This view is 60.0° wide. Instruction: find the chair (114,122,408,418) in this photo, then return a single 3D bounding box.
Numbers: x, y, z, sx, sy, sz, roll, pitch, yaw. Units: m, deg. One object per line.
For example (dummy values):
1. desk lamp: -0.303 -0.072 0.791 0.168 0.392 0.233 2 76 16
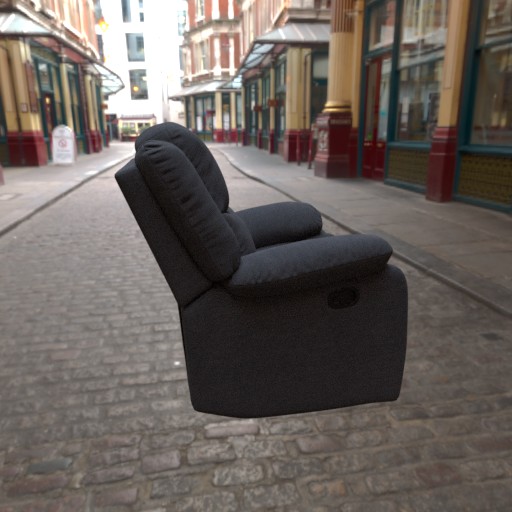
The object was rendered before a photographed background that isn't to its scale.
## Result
1. chair: 0.000 0.000 1.746 0.944 1.008 0.899 -3 16 -11
